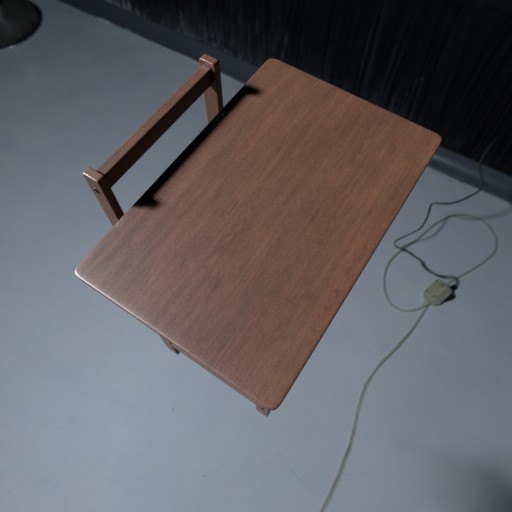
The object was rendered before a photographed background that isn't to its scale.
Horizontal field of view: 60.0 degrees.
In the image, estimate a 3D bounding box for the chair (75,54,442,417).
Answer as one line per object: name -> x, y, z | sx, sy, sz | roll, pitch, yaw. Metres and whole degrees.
chair -> 0.000, 0.000, 1.032 | 0.463, 0.673, 0.599 | 31, 68, 14
